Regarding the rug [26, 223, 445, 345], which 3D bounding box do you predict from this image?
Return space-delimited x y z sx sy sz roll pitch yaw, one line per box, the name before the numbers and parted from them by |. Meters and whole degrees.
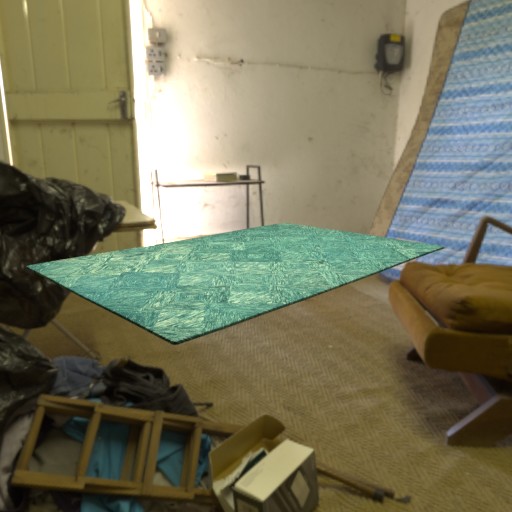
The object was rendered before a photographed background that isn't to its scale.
rug | 0.000 0.000 2.147 1.728 0.017 1.136 -13 19 -43
